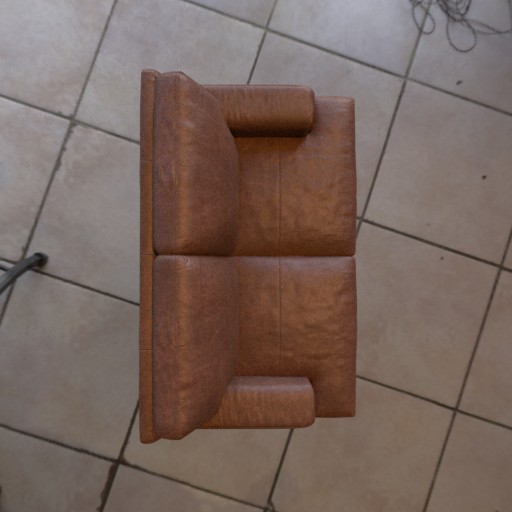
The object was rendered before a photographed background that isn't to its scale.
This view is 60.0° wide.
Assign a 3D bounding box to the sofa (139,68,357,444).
[{"bbox_3d":[0.000,0.000,2.423,1.143,0.939,1.880,0,89,-2],"label":"sofa"}]
